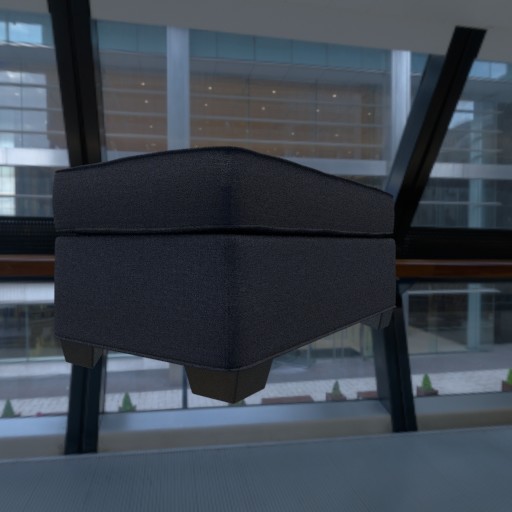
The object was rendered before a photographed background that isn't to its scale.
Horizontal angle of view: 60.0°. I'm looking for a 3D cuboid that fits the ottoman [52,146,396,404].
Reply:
[{"bbox_3d":[0.000,0.000,1.175,0.505,0.453,0.895,1,2,34],"label":"ottoman"}]
